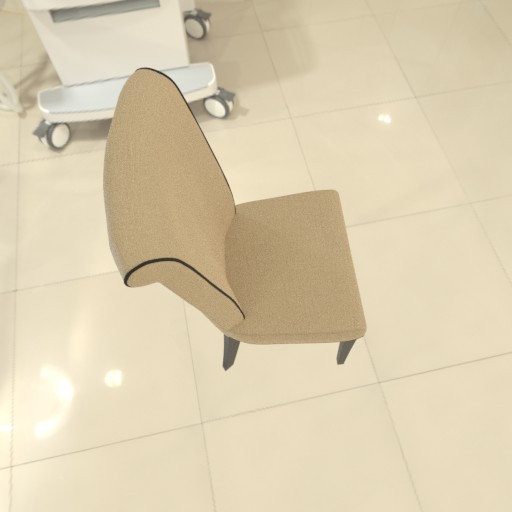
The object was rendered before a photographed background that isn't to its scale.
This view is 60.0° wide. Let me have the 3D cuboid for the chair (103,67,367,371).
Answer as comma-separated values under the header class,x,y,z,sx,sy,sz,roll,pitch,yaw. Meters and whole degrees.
class,x,y,z,sx,sy,sz,roll,pitch,yaw
chair,0.000,0.000,1.331,0.623,0.997,0.522,-5,64,-2
